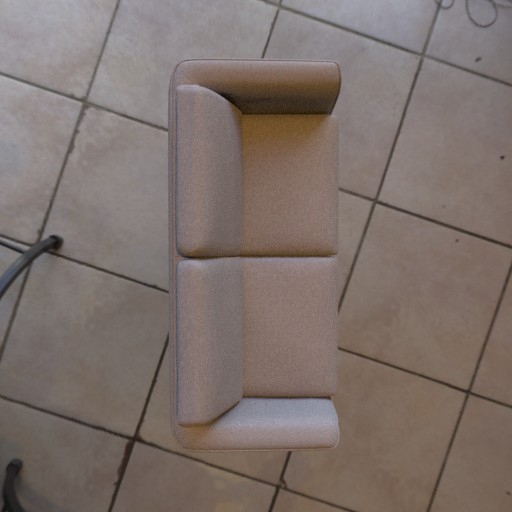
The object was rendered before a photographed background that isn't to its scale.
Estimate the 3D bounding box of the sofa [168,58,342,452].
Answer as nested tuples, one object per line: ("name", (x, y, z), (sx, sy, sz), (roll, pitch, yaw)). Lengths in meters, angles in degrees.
("sofa", (0.000, 0.000, 2.481), (0.920, 0.870, 2.000), (0, 91, 0))
